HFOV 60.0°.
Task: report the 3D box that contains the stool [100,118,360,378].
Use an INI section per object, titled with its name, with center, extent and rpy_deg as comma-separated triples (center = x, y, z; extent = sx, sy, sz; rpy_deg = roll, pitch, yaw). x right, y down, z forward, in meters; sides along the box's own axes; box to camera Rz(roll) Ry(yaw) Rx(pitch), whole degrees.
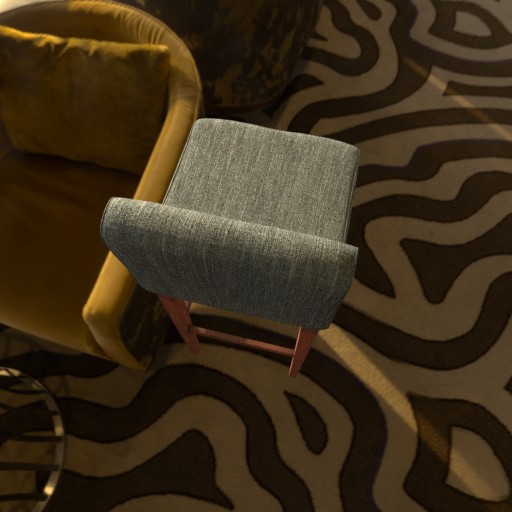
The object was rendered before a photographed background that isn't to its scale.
[stool]
center = 0.000, 0.000, 1.226
extent = 0.426, 0.965, 0.499
rpy_deg = 12, 64, 6
